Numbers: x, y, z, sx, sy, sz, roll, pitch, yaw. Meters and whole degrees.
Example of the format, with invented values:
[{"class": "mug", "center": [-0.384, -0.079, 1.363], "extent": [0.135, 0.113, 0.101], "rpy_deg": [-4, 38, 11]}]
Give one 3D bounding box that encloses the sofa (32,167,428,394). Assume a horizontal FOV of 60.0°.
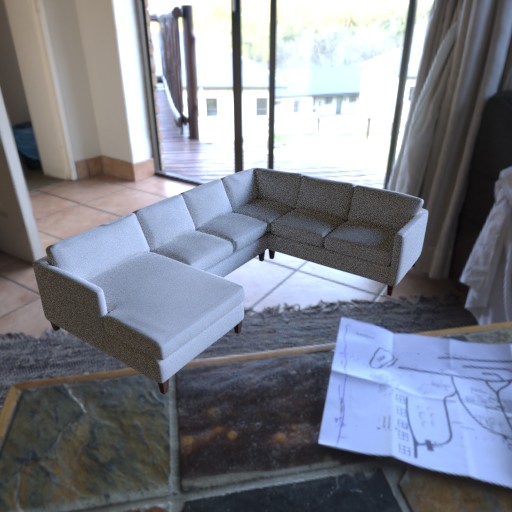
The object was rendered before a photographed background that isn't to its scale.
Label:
[{"class": "sofa", "center": [0.000, 0.000, 4.683], "extent": [2.593, 0.956, 3.459], "rpy_deg": [17, 31, 31]}]
